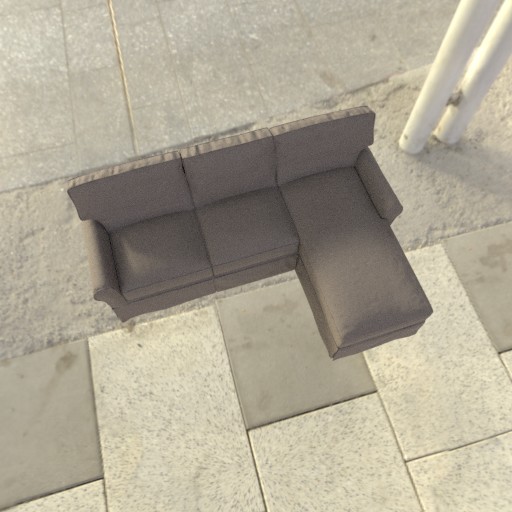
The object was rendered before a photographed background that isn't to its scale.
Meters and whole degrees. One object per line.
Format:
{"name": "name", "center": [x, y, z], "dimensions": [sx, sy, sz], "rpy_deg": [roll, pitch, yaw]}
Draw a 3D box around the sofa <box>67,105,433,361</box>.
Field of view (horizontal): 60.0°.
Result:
{"name": "sofa", "center": [0.000, 0.000, 3.432], "dimensions": [2.475, 0.978, 1.733], "rpy_deg": [-16, 65, -8]}
